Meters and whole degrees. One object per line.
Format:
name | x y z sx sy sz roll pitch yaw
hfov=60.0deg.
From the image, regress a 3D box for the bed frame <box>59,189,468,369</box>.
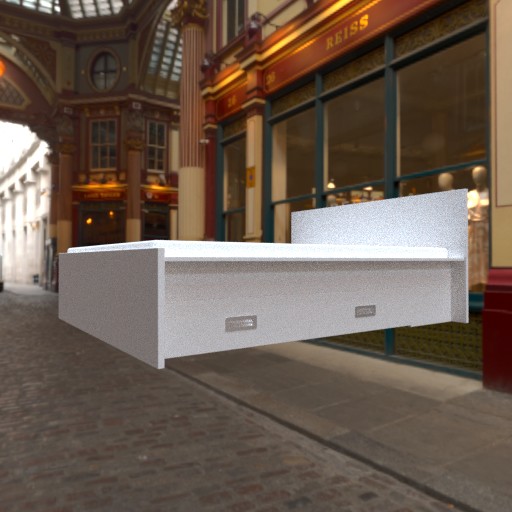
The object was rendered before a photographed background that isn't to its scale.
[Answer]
bed frame | 0.000 0.000 2.750 1.960 0.800 1.622 0 -1 -35
